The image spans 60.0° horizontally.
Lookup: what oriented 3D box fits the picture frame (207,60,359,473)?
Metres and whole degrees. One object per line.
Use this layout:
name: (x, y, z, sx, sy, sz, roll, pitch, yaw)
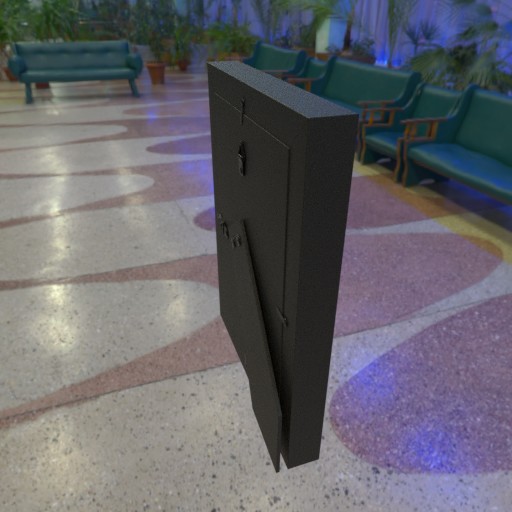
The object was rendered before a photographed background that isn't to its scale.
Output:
picture frame: (0.000, 0.000, 0.279, 0.028, 0.208, 0.157, -10, 32, -16)
